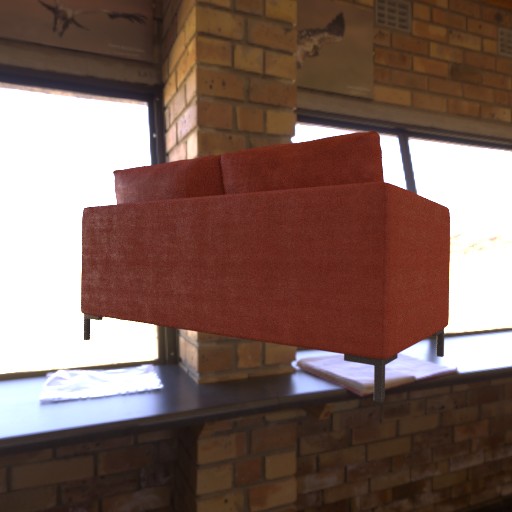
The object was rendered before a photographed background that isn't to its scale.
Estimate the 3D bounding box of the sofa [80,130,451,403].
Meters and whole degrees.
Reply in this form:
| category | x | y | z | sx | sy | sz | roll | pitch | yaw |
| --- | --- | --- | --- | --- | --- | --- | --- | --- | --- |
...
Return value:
| category | x | y | z | sx | sy | sz | roll | pitch | yaw |
| --- | --- | --- | --- | --- | --- | --- | --- | --- | --- |
| sofa | 0.000 | 0.000 | 2.107 | 1.574 | 0.896 | 0.864 | 0 | 0 | 35 |
